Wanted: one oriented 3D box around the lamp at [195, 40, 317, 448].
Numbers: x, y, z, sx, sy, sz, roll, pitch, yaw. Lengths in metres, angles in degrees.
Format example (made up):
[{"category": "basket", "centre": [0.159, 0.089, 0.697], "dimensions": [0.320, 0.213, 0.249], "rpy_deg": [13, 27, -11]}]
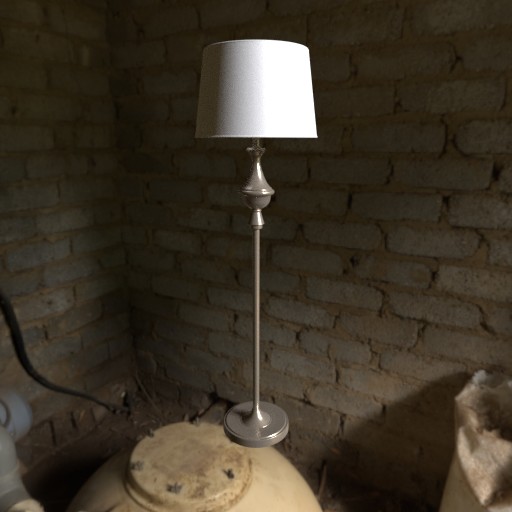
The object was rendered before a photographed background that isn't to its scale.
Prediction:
[{"category": "lamp", "centre": [0.000, 0.000, 1.682], "dimensions": [0.431, 1.488, 0.431], "rpy_deg": [0, 15, 0]}]
